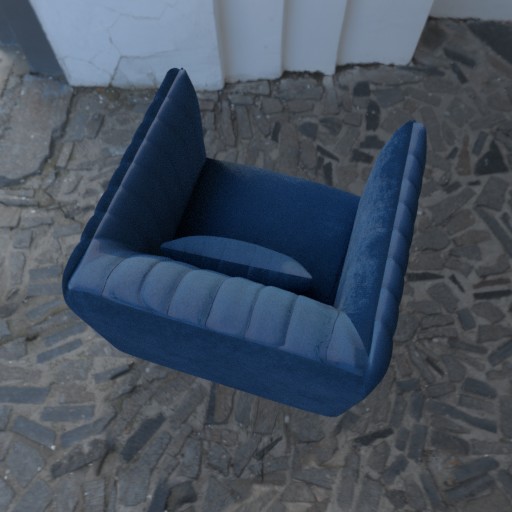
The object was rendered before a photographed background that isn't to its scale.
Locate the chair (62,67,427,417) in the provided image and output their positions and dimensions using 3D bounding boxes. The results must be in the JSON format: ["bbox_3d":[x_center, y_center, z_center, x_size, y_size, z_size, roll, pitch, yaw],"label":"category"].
[{"bbox_3d":[0.000,0.000,1.602,0.947,0.793,0.877,15,66,7],"label":"chair"}]
